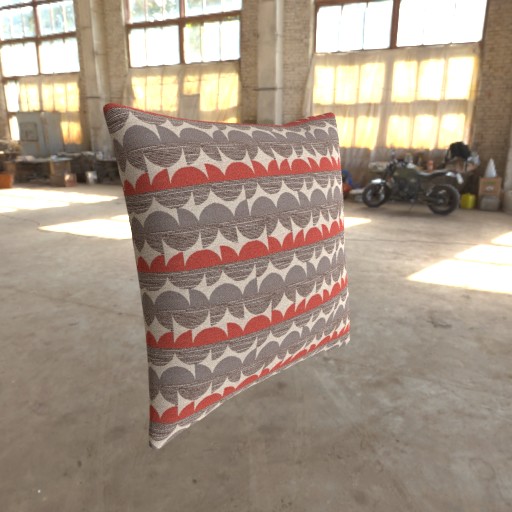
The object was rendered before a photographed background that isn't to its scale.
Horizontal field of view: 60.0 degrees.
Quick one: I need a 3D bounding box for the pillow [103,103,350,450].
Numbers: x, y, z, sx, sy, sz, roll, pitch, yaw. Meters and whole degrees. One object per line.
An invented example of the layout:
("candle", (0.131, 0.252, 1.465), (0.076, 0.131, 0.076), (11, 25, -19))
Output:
("pillow", (0.000, 0.000, 0.645), (0.180, 0.410, 0.420), (15, 22, 43))
